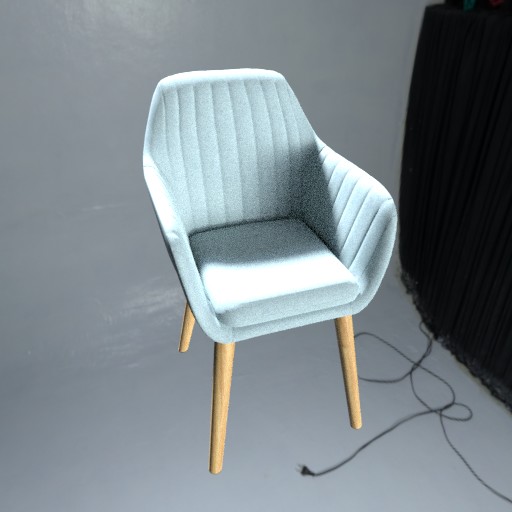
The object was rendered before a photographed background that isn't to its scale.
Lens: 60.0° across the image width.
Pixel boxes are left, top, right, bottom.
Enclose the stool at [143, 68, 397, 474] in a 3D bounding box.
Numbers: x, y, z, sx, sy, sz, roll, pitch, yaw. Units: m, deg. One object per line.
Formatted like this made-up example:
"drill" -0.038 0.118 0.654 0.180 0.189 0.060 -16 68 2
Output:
"stool" 0.000 0.000 1.163 0.503 0.830 0.590 -10 33 -16
